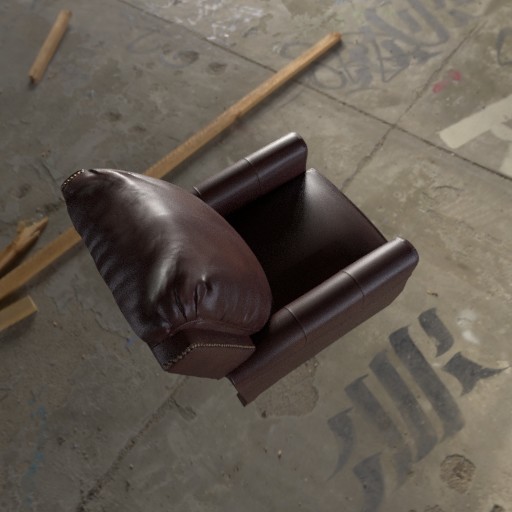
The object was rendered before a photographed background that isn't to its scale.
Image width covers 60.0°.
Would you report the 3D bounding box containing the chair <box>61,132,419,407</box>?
[{"bbox_3d":[0.000,0.000,1.779,1.089,1.022,0.826,-29,63,-17],"label":"chair"}]
